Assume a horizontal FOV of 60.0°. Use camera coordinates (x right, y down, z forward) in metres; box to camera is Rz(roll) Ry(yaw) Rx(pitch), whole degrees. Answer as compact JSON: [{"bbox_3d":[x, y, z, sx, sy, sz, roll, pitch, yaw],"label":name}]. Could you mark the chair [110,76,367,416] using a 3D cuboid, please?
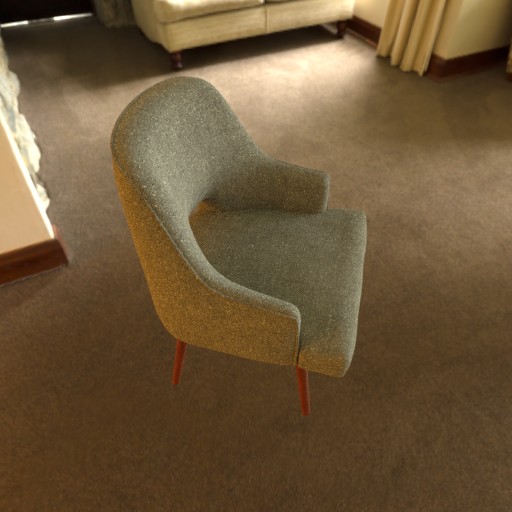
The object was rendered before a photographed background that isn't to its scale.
[{"bbox_3d":[0.000,0.000,1.298,0.629,0.875,0.608,10,46,10],"label":"chair"}]
